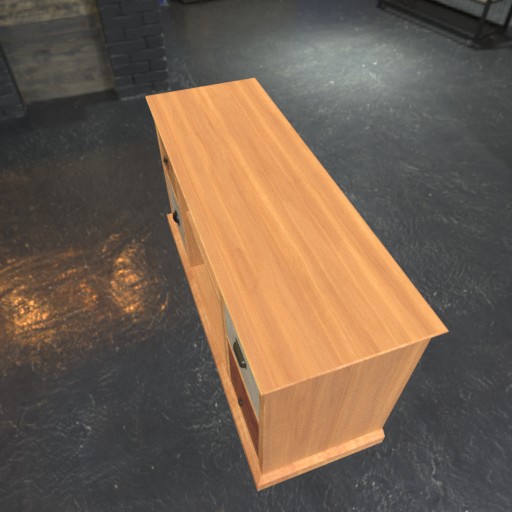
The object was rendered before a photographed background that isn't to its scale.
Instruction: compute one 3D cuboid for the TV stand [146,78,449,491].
[{"bbox_3d":[0.000,0.000,1.455,0.417,0.607,1.181,-15,49,-13],"label":"TV stand"}]
